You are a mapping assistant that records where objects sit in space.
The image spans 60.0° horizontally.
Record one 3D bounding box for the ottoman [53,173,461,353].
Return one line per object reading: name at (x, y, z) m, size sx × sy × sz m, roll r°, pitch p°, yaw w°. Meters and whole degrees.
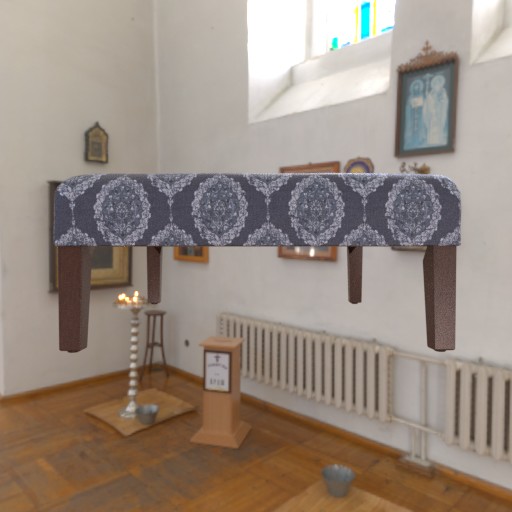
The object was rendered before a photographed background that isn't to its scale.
ottoman at (0.000, 0.000, 1.399) m, size 0.889 × 0.409 × 0.890 m, roll 0°, pitch 1°, yaw -1°
